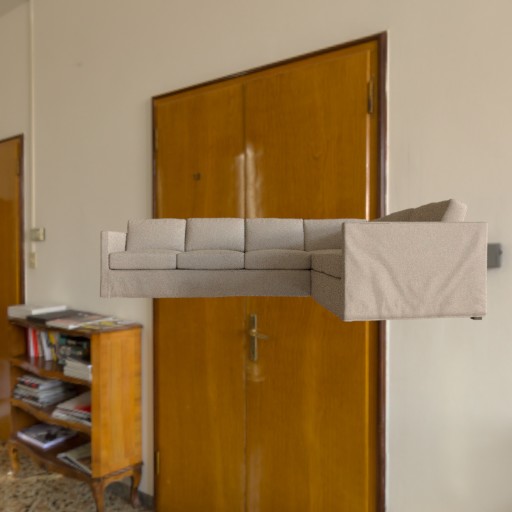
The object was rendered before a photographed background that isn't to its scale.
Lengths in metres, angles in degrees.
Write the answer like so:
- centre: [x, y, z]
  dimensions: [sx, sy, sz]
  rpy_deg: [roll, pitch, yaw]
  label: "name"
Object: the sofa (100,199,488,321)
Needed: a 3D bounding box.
- centre: [0.000, 0.000, 4.244]
  dimensions: [3.182, 0.871, 2.432]
  rpy_deg: [0, 1, -1]
  label: "sofa"
